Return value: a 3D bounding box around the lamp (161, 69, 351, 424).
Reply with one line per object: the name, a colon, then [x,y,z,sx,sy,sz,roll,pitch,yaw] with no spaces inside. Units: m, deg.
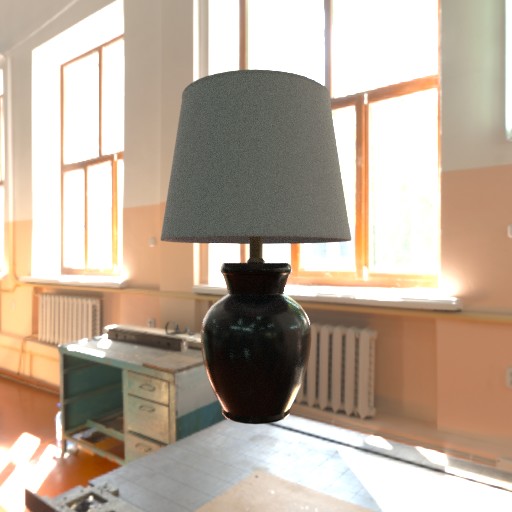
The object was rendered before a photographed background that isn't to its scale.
lamp: [0.000,0.000,0.568,0.239,0.399,0.239,0,0,0]
